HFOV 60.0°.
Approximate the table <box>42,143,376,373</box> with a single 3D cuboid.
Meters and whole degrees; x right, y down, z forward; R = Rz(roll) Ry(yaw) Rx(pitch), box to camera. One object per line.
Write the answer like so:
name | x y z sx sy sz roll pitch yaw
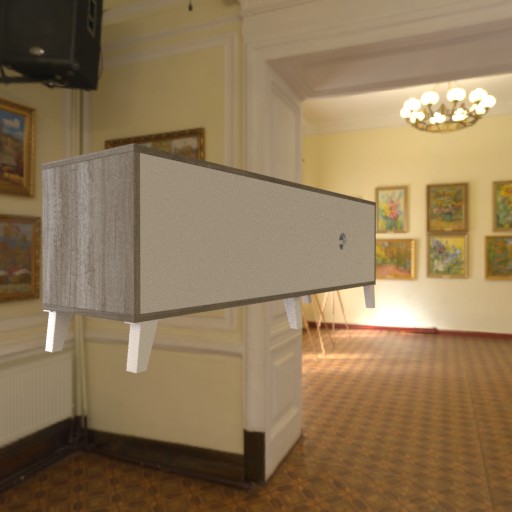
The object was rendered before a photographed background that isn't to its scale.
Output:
table | 0.000 0.000 1.741 0.400 0.530 1.500 0 1 36
